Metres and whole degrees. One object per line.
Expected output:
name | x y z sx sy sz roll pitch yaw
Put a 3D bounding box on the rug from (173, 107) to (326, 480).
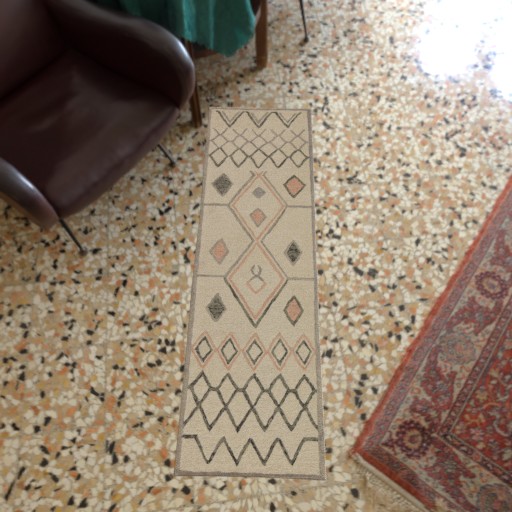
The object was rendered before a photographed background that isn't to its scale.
rug | 0.000 0.000 2.714 0.750 0.011 2.435 1 63 1
